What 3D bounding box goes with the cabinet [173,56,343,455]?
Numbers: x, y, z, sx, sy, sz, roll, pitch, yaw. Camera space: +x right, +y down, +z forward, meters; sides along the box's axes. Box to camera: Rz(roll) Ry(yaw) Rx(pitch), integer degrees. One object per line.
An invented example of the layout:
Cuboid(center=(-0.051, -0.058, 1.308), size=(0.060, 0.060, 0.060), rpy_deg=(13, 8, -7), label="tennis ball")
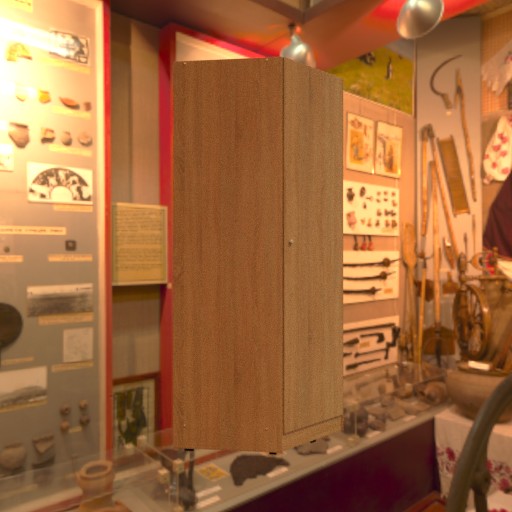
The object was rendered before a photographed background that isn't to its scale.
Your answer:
Cuboid(center=(0.000, 0.000, 2.915), size=(1.327, 2.120, 1.094), rpy_deg=(0, 0, -38), label="cabinet")
